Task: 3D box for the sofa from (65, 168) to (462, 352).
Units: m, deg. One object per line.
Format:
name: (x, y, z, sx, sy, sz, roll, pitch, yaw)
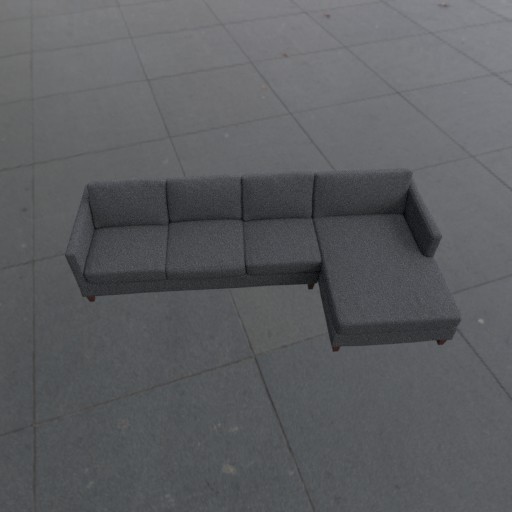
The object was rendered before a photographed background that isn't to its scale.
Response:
sofa: (0.000, 0.000, 3.955, 3.186, 0.846, 1.625, -3, 47, -3)
